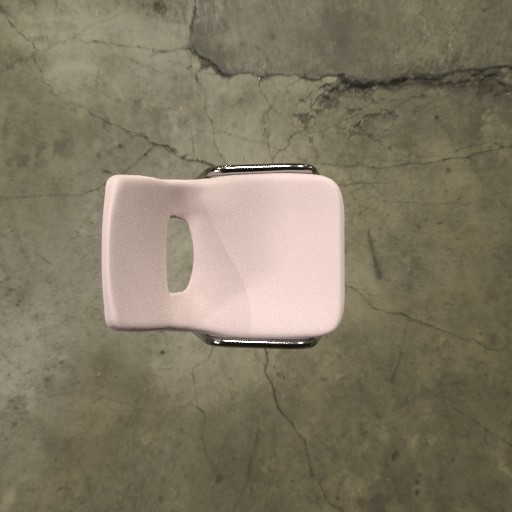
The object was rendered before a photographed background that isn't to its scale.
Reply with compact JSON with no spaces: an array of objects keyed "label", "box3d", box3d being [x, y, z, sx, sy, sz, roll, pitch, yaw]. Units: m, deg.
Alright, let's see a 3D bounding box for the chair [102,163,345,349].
[{"label":"chair","box3d":[0.000,0.000,0.925,0.436,0.653,0.381,0,89,-1]}]
